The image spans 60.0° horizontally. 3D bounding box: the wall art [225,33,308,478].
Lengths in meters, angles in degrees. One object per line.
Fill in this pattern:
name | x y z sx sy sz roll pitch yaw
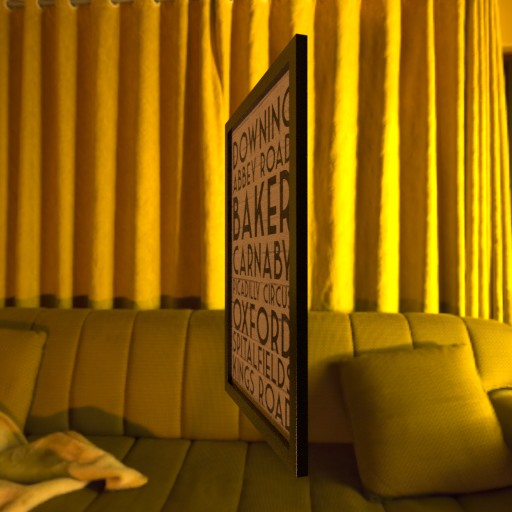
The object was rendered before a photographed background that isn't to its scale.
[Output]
wall art | 0.000 0.000 0.577 0.013 0.432 0.304 0 -1 -17
